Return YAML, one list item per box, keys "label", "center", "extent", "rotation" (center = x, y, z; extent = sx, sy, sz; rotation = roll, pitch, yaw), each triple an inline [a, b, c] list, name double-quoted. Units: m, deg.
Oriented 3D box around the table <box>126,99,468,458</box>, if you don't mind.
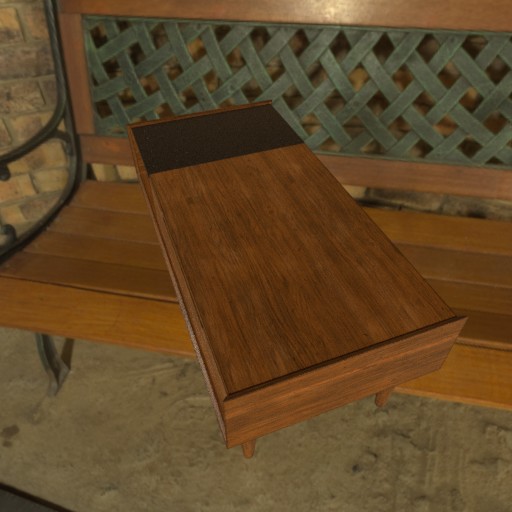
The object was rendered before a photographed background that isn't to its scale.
- label: "table"
  center: [0.000, 0.000, 1.553]
  extent: [0.610, 0.508, 1.221]
  rotation: [-15, 46, -15]
